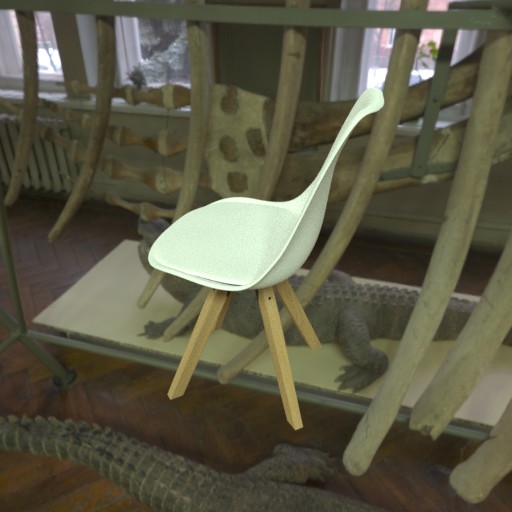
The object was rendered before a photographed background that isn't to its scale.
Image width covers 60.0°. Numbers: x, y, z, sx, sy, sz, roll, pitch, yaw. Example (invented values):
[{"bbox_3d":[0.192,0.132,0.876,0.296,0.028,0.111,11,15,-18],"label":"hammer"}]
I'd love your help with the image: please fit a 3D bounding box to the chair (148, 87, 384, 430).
[{"bbox_3d":[0.000,0.000,1.191,0.550,0.849,0.485,8,32,14],"label":"chair"}]
